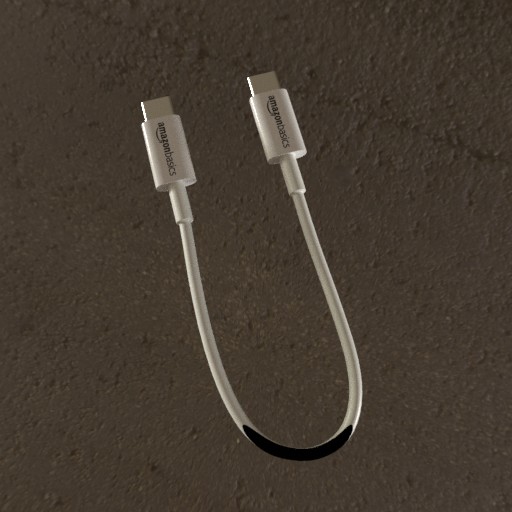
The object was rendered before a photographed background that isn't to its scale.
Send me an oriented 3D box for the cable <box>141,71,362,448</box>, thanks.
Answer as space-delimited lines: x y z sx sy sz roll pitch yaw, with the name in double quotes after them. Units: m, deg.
0.000 0.000 0.111 0.041 0.005 0.098 -15 77 -4 "cable"
